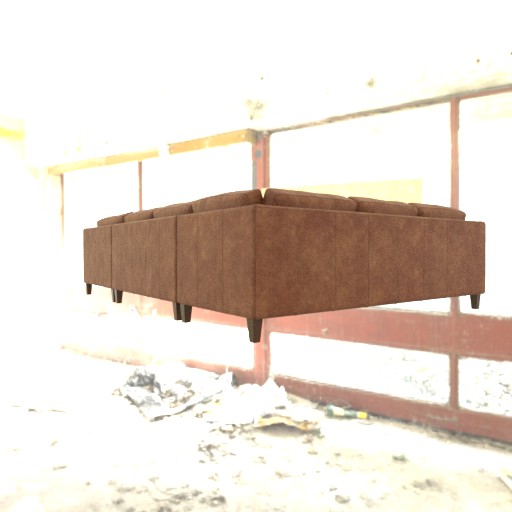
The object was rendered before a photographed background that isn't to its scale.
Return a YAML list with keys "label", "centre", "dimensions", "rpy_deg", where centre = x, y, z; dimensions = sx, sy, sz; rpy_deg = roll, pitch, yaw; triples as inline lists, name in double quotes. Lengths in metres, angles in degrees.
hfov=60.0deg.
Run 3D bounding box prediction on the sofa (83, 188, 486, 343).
- label: "sofa"
  centre: [0.000, 0.000, 4.403]
  dimensions: [2.452, 0.888, 3.324]
  rpy_deg: [-1, 1, -36]
